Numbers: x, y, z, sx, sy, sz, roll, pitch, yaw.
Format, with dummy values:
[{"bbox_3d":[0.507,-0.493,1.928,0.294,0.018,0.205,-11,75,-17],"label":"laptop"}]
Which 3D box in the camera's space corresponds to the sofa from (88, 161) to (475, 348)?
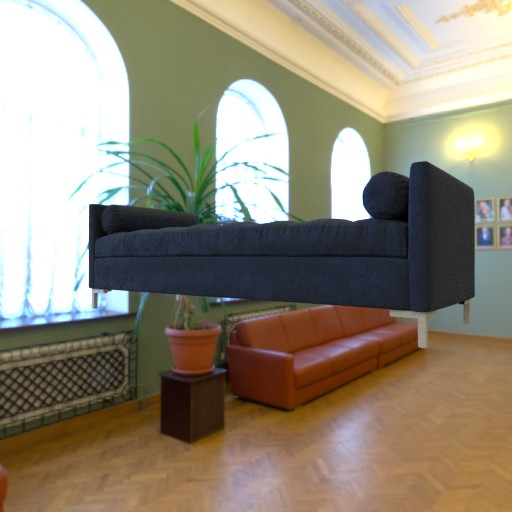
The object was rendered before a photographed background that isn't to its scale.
[{"bbox_3d":[0.000,0.000,2.461,2.102,0.657,0.797,0,0,37],"label":"sofa"}]
